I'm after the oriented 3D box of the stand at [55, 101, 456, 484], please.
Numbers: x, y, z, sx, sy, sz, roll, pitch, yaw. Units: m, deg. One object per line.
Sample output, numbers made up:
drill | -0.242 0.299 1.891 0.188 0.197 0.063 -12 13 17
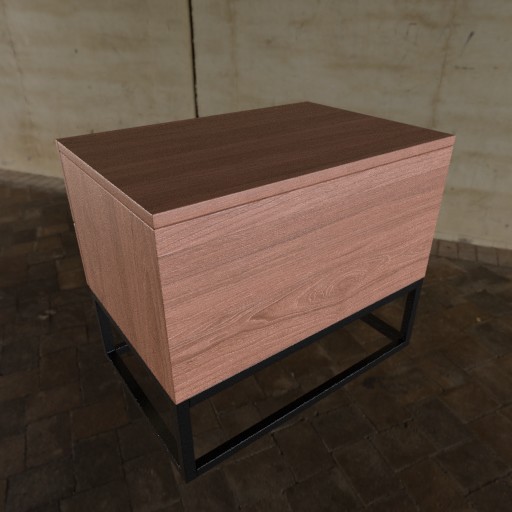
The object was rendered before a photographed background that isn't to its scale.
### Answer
stand | 0.000 0.000 0.928 0.600 0.500 0.420 -20 35 -31
